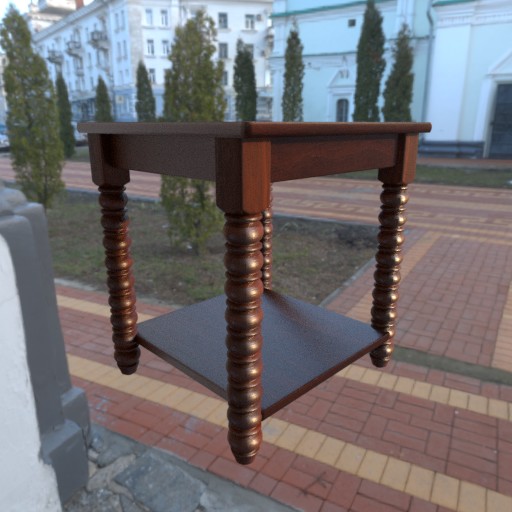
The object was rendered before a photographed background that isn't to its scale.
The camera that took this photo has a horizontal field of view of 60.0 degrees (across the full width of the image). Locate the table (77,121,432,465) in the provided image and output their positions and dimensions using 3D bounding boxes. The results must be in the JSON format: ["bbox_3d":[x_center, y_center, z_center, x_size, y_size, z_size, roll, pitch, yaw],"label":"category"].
[{"bbox_3d":[0.000,0.000,0.982,0.533,0.567,0.500,-16,23,-42],"label":"table"}]
